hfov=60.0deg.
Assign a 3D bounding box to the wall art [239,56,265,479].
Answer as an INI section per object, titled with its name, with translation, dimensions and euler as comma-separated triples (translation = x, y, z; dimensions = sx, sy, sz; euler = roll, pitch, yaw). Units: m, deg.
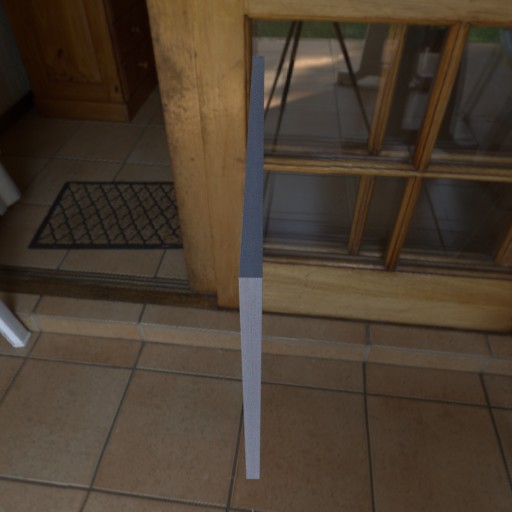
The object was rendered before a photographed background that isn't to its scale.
[wall art]
translation = 0.000, 0.000, 0.902
dimensions = 0.026, 0.558, 0.660
euler = 1, 43, 1
